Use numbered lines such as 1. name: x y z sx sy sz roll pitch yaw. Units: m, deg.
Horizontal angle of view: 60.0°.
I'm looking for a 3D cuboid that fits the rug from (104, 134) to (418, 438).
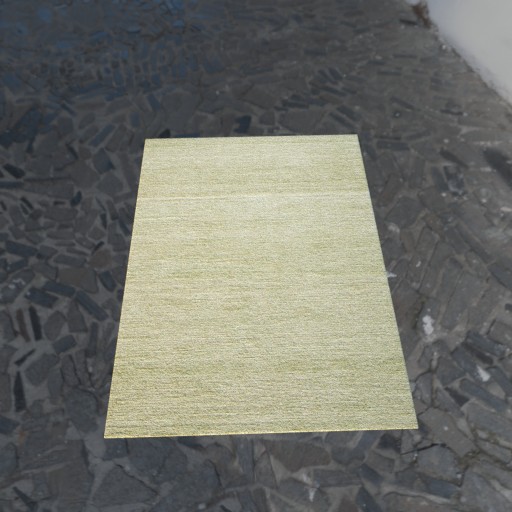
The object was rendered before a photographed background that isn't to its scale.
1. rug: 0.000 0.000 4.247 2.425 0.016 3.198 -1 59 -1
